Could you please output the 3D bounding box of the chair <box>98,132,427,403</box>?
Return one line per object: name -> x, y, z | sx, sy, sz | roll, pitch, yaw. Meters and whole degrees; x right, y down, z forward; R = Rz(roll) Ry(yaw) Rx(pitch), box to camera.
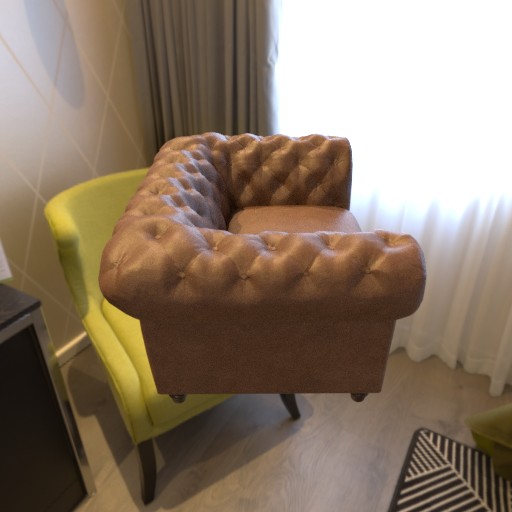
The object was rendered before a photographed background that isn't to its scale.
chair -> 0.000, 0.000, 1.886 | 0.954, 0.784, 1.298 | 0, 31, 0
